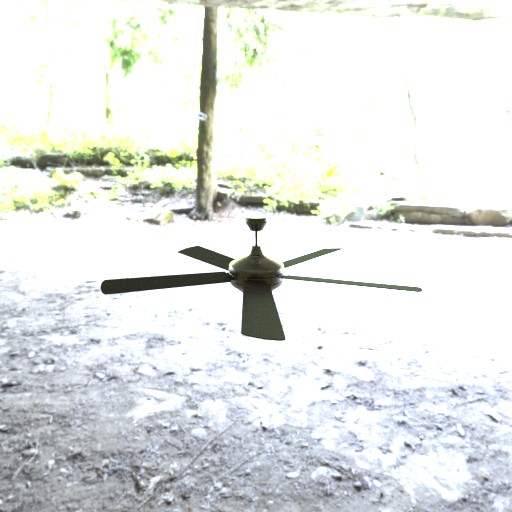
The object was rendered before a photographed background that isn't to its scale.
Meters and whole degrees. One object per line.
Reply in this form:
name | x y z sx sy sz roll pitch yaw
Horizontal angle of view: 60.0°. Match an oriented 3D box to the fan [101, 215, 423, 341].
fan | 0.000 0.000 1.987 1.321 0.356 1.321 -7 15 -26
